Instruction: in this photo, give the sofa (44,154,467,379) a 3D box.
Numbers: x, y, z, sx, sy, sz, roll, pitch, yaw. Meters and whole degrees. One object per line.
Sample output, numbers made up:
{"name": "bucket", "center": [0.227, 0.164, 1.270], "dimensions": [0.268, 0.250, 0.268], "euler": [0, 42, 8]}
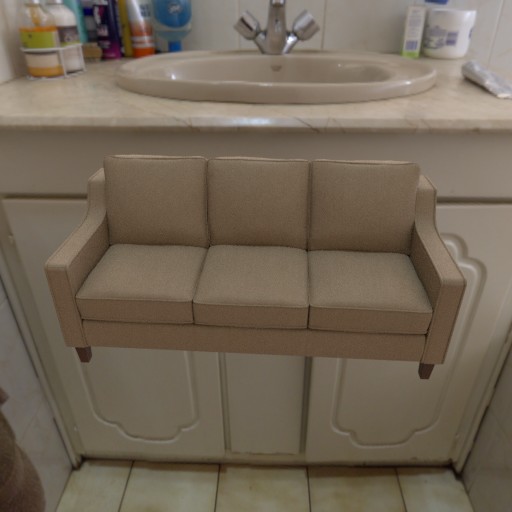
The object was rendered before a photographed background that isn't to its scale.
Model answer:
{"name": "sofa", "center": [0.000, 0.000, 2.513], "dimensions": [1.986, 0.974, 0.911], "euler": [2, 31, 3]}
